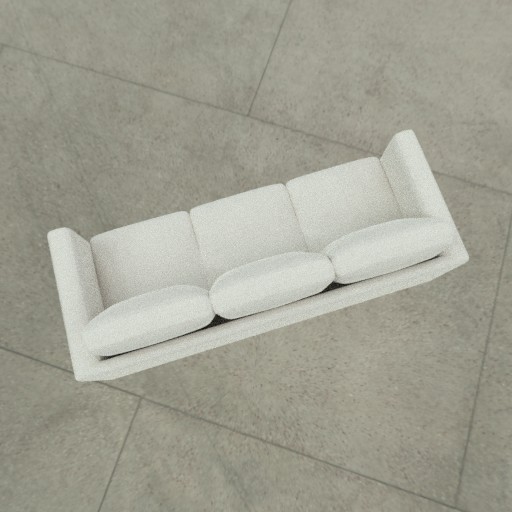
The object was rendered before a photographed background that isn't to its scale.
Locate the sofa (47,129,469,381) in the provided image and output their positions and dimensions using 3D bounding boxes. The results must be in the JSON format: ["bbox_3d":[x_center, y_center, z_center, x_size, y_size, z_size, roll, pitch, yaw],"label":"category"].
[{"bbox_3d":[0.000,0.000,2.486,2.029,0.912,0.802,-17,76,-4],"label":"sofa"}]
